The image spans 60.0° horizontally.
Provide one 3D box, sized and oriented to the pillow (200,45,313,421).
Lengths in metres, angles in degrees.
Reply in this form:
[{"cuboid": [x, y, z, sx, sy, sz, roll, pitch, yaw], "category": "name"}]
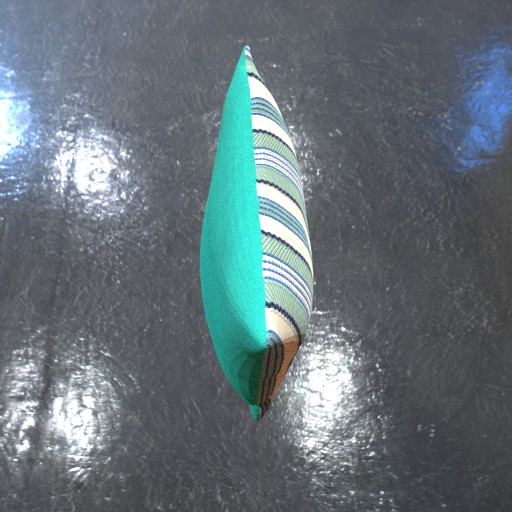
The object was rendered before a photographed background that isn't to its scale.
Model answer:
[{"cuboid": [0.000, 0.000, 0.699, 0.182, 0.441, 0.440, -3, 63, -1], "category": "pillow"}]
